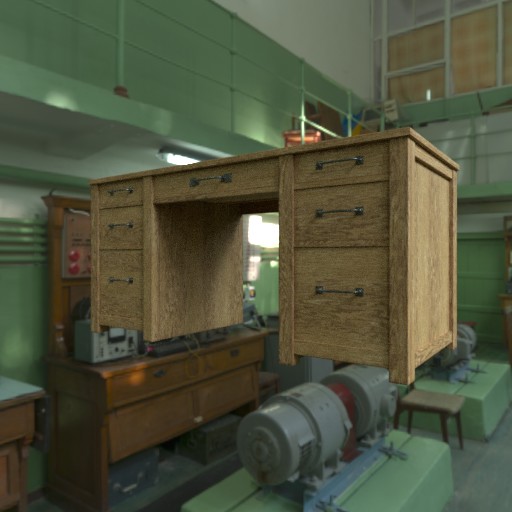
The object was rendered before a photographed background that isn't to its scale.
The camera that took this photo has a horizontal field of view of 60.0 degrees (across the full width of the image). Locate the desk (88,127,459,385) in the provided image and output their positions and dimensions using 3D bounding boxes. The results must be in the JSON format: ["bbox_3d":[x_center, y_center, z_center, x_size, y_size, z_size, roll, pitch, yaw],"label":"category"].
[{"bbox_3d":[0.000,0.000,2.001,1.567,0.751,0.685,0,0,36],"label":"desk"}]
